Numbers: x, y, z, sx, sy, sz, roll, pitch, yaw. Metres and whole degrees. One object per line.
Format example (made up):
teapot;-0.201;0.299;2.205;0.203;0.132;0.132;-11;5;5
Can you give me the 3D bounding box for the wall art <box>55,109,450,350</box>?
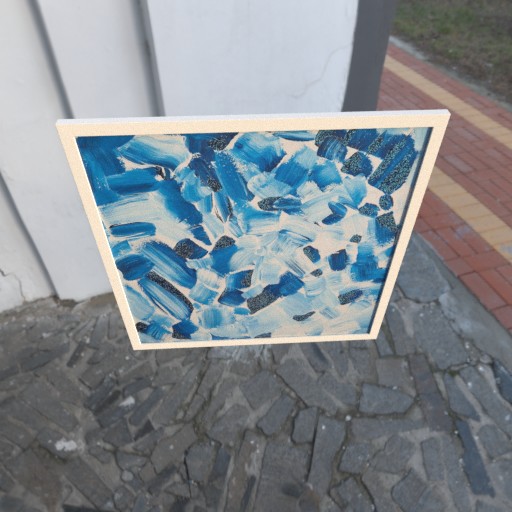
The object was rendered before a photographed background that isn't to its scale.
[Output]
wall art;0.000;0.000;0.677;0.457;0.457;0.012;-2;45;-2
